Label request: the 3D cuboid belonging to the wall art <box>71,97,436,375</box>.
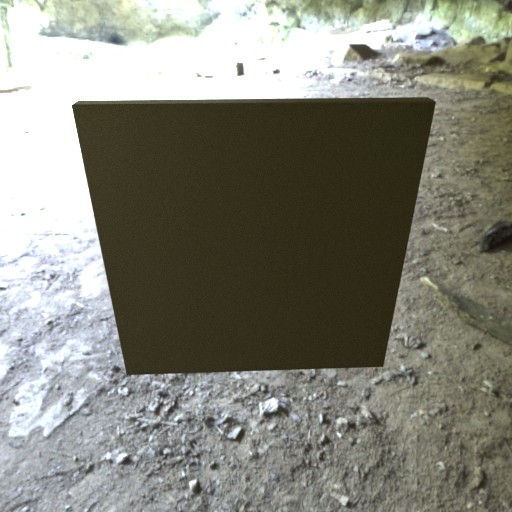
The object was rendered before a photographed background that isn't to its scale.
[{"bbox_3d":[0.000,0.000,0.751,0.503,0.506,0.031,-1,31,-2],"label":"wall art"}]
